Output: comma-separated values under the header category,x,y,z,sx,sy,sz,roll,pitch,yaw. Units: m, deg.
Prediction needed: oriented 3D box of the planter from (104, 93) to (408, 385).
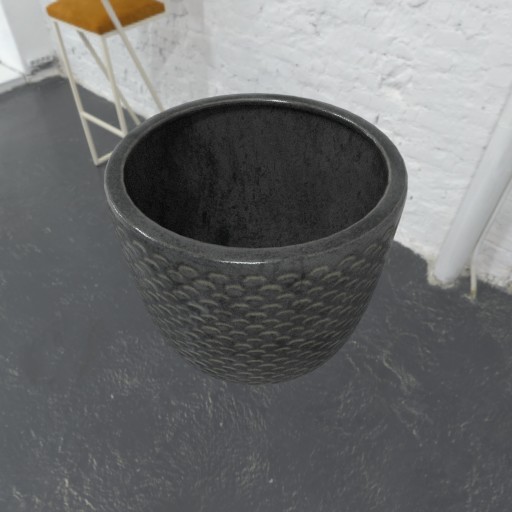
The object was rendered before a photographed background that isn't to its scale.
category,x,y,z,sx,sy,sz,roll,pitch,yaw
planter,0.000,0.000,0.251,0.140,0.129,0.140,0,45,0
